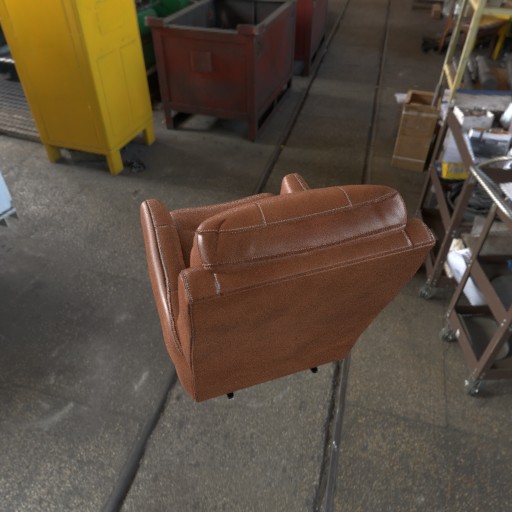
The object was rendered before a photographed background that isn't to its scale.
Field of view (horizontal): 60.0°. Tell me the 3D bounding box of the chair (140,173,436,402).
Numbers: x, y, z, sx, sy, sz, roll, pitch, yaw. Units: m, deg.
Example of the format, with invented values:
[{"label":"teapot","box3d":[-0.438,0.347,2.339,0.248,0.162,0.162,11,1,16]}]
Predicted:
[{"label":"chair","box3d":[0.000,0.000,1.733,0.821,1.016,1.072,-13,43,-14]}]
